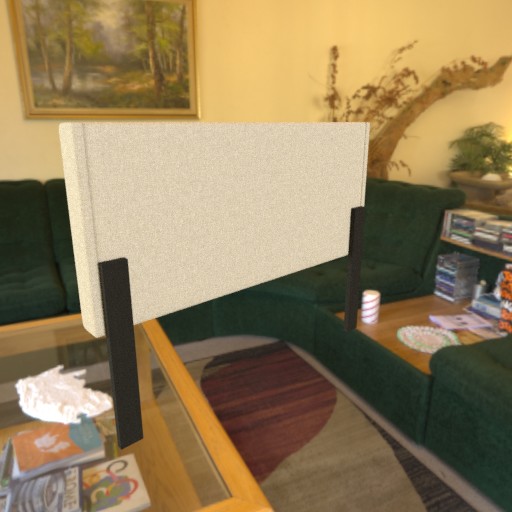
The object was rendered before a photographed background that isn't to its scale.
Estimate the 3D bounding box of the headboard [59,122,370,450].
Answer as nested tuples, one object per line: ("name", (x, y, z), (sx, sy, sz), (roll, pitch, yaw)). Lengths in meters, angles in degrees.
("headboard", (0.000, 0.000, 2.637), (2.051, 1.524, 0.184), (-15, 22, -41))
